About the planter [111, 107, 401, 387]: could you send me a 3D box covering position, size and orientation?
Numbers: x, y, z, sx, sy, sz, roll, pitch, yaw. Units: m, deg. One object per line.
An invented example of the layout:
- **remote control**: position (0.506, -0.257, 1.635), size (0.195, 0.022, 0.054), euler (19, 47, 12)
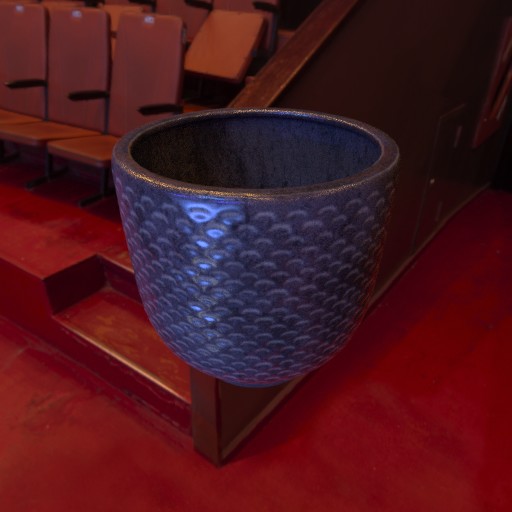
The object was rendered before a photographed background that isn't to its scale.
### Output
- **planter**: position (0.000, 0.000, 0.358), size (0.197, 0.191, 0.197), euler (0, 32, 0)
